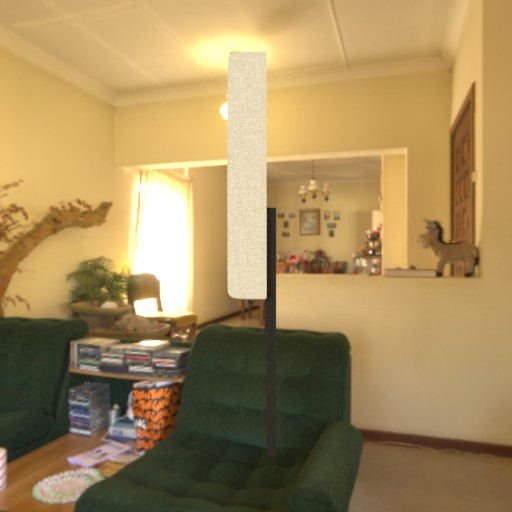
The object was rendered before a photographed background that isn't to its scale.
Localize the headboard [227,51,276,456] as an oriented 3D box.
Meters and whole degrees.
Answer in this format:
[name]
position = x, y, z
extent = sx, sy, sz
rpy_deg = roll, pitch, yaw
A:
[headboard]
position = 0.000, 0.000, 2.670
extent = 0.184, 1.524, 2.051
rpy_deg = 0, 0, 1
